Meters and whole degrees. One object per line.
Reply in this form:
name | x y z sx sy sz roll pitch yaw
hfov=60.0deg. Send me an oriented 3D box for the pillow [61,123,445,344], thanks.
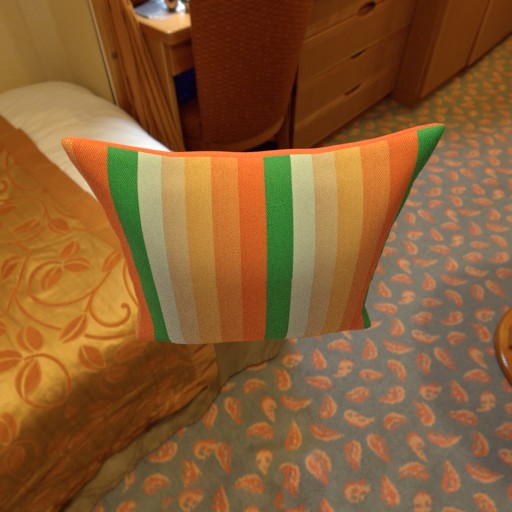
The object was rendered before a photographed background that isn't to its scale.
pillow | 0.000 0.000 0.686 0.453 0.444 0.169 -3 49 -2
